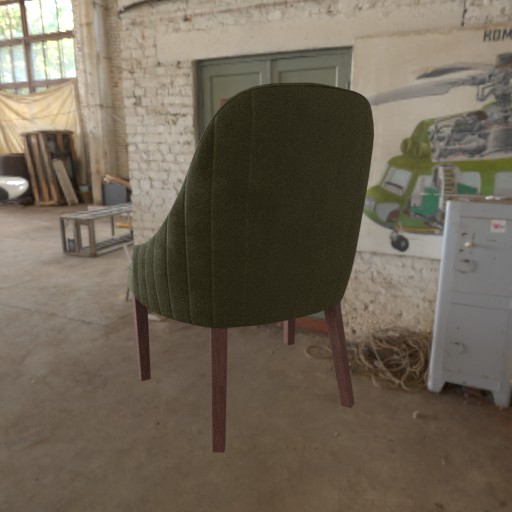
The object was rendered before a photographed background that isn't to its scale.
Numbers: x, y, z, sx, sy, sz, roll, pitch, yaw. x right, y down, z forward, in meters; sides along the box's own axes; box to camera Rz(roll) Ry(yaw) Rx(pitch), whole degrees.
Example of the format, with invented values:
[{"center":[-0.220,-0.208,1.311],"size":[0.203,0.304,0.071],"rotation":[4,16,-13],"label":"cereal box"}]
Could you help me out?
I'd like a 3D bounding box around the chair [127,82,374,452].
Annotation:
[{"center":[0.000,0.000,1.295],"size":[0.643,0.889,0.575],"rotation":[-7,16,-27],"label":"chair"}]
